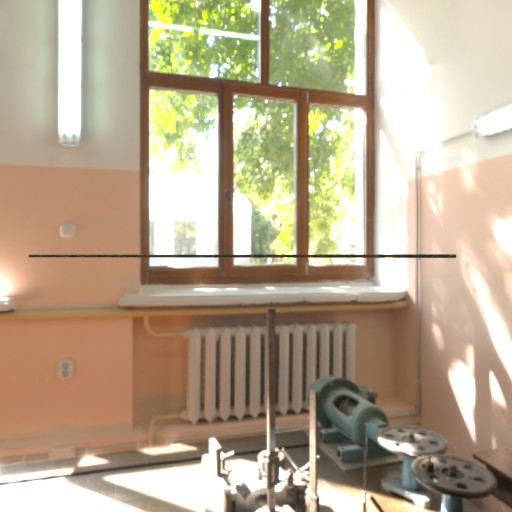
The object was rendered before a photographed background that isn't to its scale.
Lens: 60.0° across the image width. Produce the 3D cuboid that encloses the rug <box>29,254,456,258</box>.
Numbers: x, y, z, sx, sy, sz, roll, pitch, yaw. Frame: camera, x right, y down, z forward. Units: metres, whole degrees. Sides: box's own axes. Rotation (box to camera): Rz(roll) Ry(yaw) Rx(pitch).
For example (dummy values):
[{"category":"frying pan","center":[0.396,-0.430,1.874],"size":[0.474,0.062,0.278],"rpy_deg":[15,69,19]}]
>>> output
[{"category":"rug","center":[0.000,0.000,2.931],"size":[2.290,0.016,1.527],"rpy_deg":[0,0,19]}]
